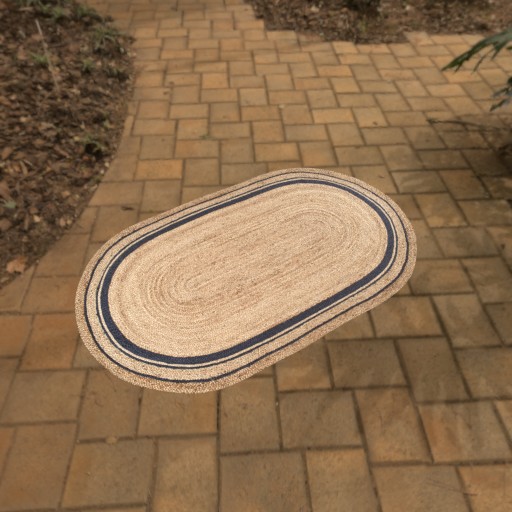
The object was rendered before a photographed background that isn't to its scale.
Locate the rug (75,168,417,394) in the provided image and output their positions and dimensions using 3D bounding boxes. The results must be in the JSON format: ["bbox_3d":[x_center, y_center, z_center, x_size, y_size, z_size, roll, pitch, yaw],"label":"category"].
[{"bbox_3d":[0.000,0.000,3.045,2.432,0.006,1.520,-25,52,-21],"label":"rug"}]
